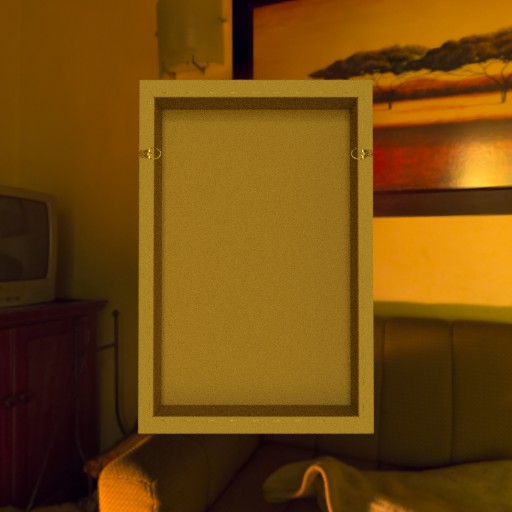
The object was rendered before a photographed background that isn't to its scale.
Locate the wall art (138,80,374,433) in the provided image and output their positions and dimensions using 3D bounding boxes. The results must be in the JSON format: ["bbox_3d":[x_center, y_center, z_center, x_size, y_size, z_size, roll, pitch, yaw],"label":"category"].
[{"bbox_3d":[0.000,0.000,0.496,0.252,0.381,0.039,0,-1,0],"label":"wall art"}]
